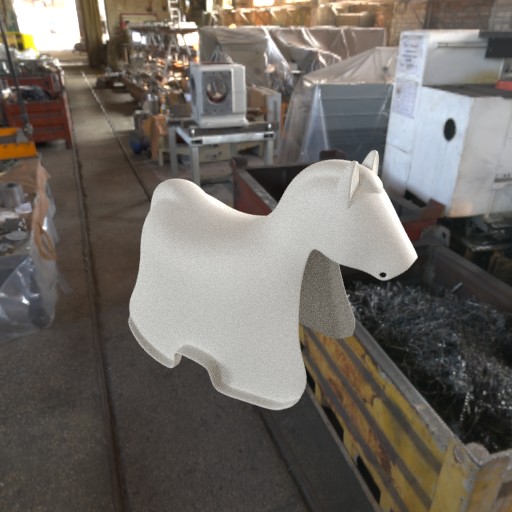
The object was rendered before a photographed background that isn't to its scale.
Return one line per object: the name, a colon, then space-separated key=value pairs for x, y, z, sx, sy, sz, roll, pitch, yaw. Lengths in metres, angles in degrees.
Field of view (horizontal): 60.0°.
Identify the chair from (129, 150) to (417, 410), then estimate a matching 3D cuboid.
chair: x=0.000 y=0.000 z=1.164 sx=0.800 sy=0.612 sz=0.429 roll=18 pitch=32 yaw=31
